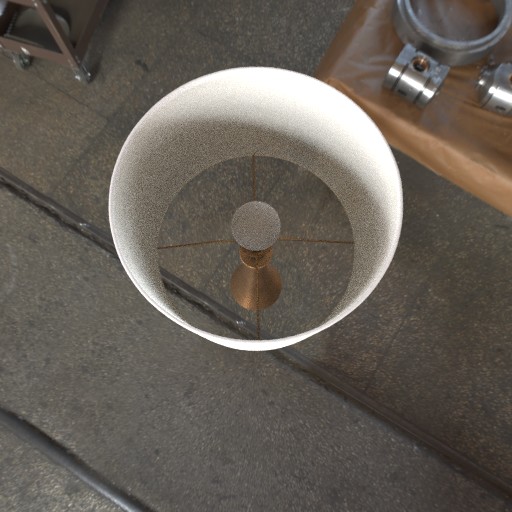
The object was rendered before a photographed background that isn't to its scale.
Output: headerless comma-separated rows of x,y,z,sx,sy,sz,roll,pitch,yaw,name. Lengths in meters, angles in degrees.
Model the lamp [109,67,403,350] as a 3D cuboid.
0.000,0.000,0.635,0.268,0.479,0.268,-2,76,0,lamp
